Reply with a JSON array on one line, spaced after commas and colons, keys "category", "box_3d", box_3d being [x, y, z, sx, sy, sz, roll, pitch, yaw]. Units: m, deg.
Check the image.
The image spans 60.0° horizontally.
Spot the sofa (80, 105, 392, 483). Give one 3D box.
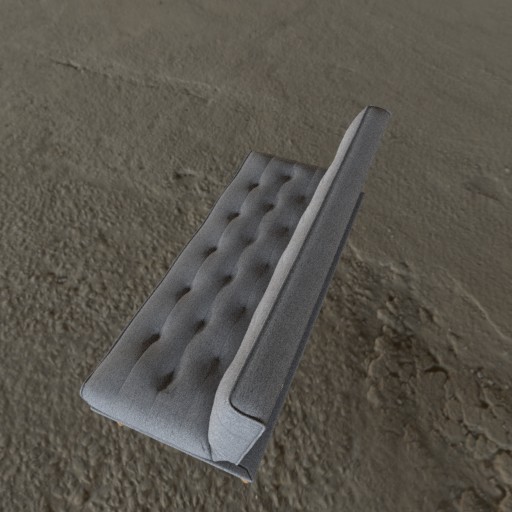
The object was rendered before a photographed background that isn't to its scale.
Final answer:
[{"category": "sofa", "box_3d": [0.000, 0.000, 2.185, 0.810, 0.830, 1.820, 17, 50, 15]}]
